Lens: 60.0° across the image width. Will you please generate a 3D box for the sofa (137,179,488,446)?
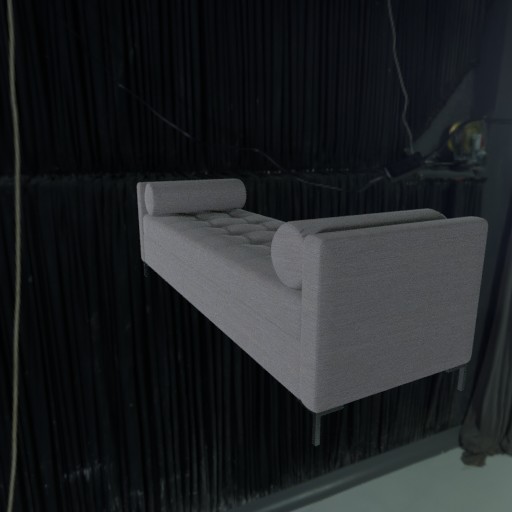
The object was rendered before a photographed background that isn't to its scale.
[{"bbox_3d":[0.000,0.000,2.210,0.686,0.635,1.981,-7,16,-27],"label":"sofa"}]
